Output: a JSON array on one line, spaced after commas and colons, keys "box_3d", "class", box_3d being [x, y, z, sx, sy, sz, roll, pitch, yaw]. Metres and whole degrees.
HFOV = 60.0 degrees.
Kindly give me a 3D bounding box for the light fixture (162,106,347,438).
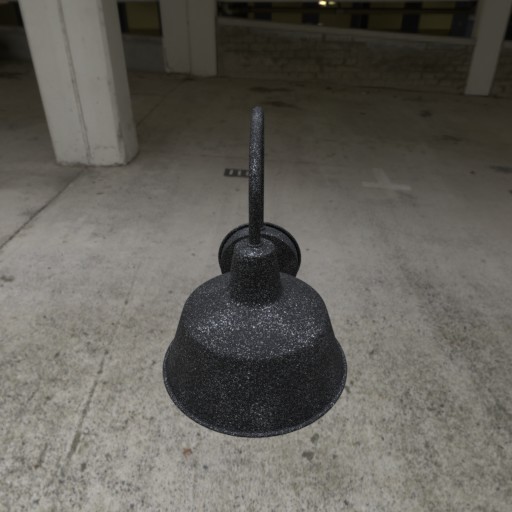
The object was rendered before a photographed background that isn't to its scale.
[{"box_3d": [0.000, 0.000, 0.492, 0.216, 0.300, 0.283, 1, 31, 2], "class": "light fixture"}]
